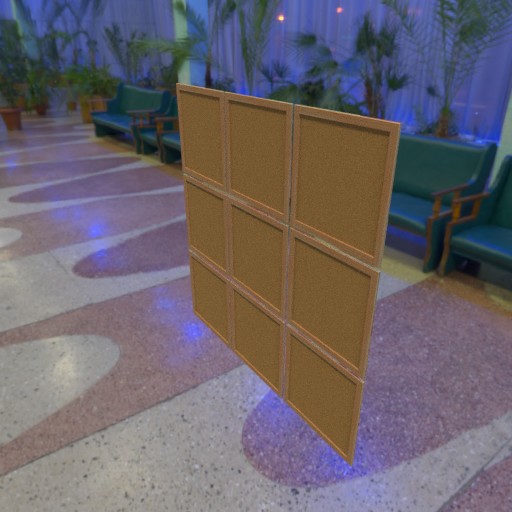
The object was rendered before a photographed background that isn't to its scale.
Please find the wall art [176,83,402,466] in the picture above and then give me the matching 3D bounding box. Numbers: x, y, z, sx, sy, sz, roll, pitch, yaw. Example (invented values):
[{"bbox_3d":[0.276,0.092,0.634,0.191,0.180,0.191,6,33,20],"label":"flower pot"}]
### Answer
[{"bbox_3d":[0.000,0.000,2.238,0.013,1.519,1.521,-17,31,-31],"label":"wall art"}]
